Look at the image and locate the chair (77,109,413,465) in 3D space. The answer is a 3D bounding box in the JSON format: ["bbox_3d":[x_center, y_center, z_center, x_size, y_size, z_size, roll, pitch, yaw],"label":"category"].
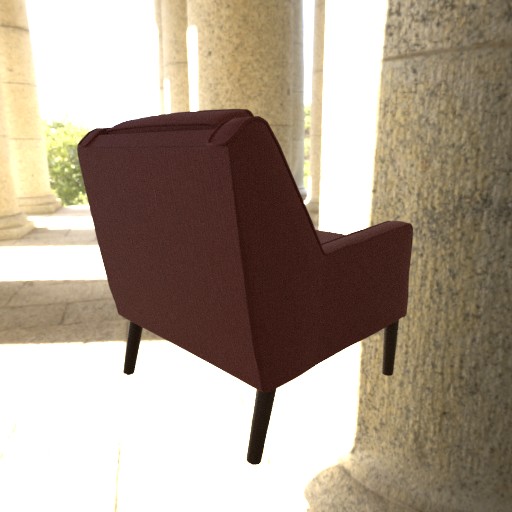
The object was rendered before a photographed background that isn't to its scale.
[{"bbox_3d":[0.000,0.000,1.355,0.770,0.812,0.680,-13,19,-43],"label":"chair"}]
